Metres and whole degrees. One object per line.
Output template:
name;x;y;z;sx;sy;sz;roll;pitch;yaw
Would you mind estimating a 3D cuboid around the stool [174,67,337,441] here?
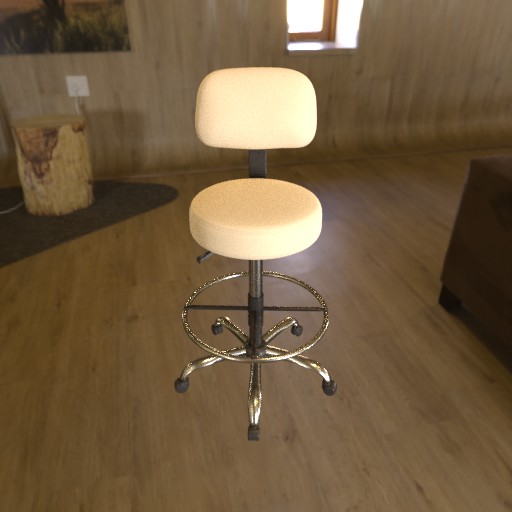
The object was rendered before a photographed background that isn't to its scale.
stool;0.000;0.000;1.459;0.609;1.080;0.616;1;30;1
